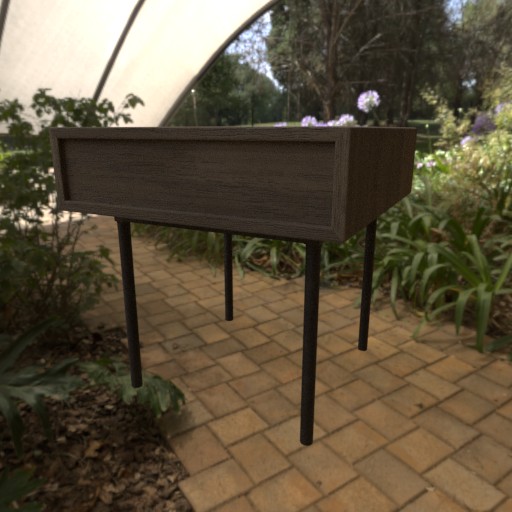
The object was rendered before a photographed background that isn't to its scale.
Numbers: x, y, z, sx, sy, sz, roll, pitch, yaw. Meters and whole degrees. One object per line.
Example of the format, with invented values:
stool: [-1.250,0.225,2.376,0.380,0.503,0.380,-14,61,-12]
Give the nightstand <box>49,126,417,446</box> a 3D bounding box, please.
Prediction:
nightstand: [0.000,0.000,0.892,0.502,0.497,0.503,8,18,26]
